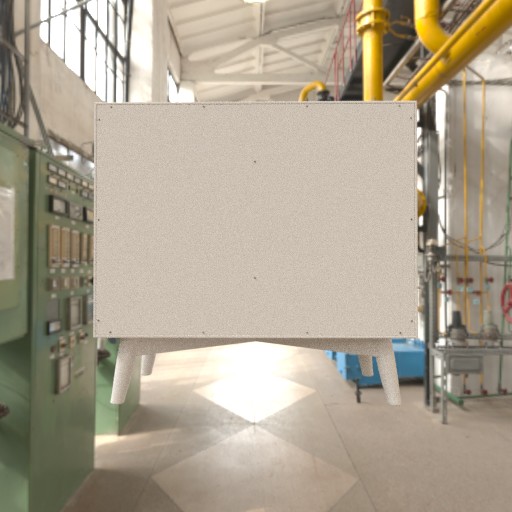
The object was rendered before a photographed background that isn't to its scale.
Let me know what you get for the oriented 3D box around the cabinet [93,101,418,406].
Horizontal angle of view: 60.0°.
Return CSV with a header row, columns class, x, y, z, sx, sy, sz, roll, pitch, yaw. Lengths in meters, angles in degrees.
class,x,y,z,sx,sy,sz,roll,pitch,yaw
cabinet,0.000,0.000,1.291,0.800,0.761,0.398,0,-1,1
